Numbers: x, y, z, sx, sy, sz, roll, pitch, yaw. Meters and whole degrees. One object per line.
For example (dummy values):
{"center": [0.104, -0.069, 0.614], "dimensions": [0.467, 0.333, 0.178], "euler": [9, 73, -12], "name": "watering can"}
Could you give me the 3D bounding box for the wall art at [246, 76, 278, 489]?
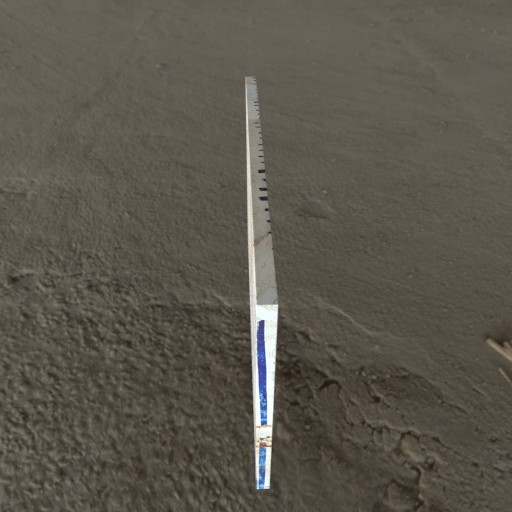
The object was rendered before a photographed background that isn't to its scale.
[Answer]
{"center": [0.000, 0.000, 1.441], "dimensions": [0.038, 0.757, 1.143], "euler": [-1, 41, -1], "name": "wall art"}
